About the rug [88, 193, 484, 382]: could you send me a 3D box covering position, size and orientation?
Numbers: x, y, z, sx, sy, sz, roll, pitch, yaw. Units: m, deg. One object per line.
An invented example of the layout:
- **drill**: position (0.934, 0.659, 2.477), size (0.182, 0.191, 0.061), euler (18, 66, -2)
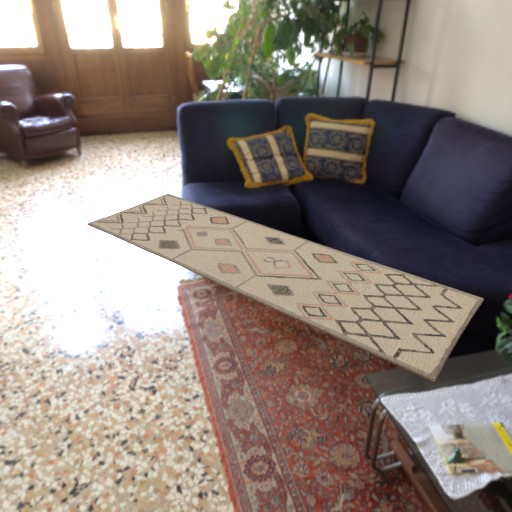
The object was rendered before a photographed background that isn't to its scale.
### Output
- **rug**: position (0.000, 0.000, 2.711), size (2.435, 0.011, 0.750), euler (21, 35, 33)
